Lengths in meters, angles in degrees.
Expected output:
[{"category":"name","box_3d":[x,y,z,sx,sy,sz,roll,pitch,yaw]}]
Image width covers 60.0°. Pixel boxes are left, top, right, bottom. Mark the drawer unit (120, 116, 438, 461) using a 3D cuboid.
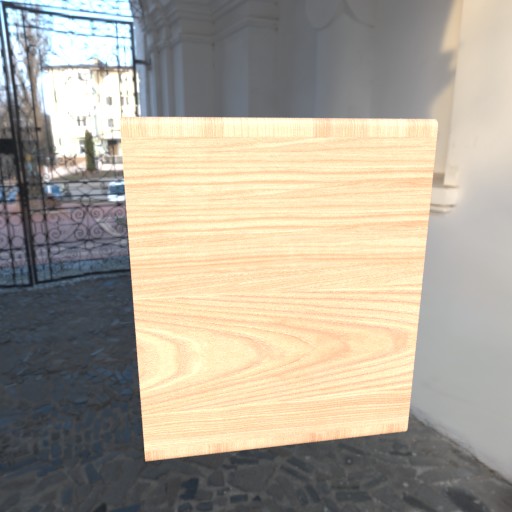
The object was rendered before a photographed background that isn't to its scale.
[{"category":"drawer unit","box_3d":[0.000,0.000,0.601,0.290,0.344,0.344,-3,15,-9]}]
